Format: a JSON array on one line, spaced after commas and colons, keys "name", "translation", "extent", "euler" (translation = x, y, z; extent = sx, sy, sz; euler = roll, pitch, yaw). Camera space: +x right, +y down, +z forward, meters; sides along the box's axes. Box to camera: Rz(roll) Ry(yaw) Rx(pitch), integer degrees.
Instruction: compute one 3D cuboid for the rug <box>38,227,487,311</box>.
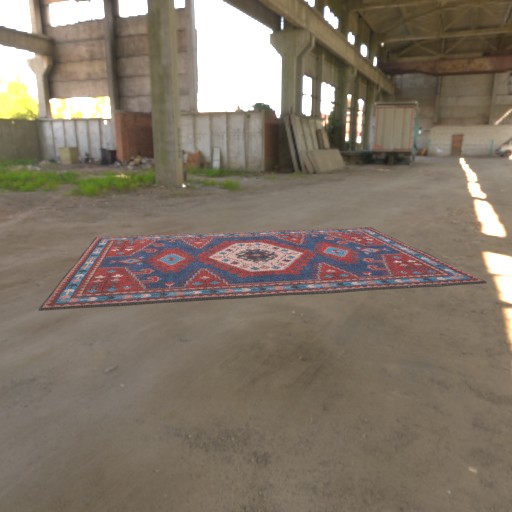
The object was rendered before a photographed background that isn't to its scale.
[{"name": "rug", "translation": [0.000, 0.000, 2.332], "extent": [1.820, 0.012, 1.207], "euler": [-3, 15, -10]}]
